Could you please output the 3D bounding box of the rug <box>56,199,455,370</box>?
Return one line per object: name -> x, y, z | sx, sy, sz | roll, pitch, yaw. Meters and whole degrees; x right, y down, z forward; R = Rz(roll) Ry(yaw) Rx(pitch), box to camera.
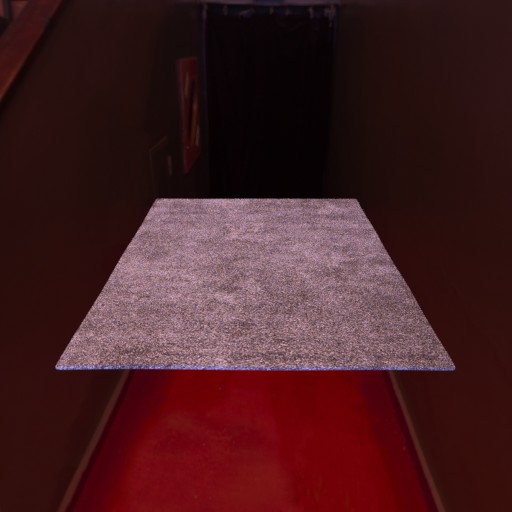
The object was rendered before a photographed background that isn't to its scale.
rug -> 0.000, 0.000, 3.990 | 2.401, 0.025, 3.000 | 0, 27, 0
